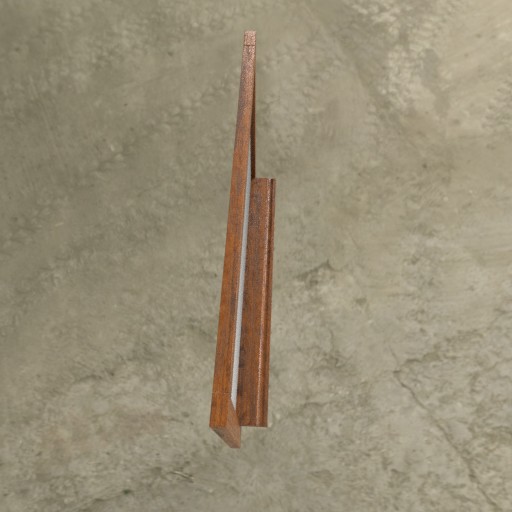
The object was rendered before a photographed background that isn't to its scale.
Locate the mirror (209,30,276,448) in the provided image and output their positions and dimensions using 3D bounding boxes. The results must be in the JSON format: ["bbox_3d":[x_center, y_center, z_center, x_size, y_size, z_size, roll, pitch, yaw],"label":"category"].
[{"bbox_3d":[0.000,0.000,0.977,0.084,0.537,0.758,3,64,1],"label":"mirror"}]
